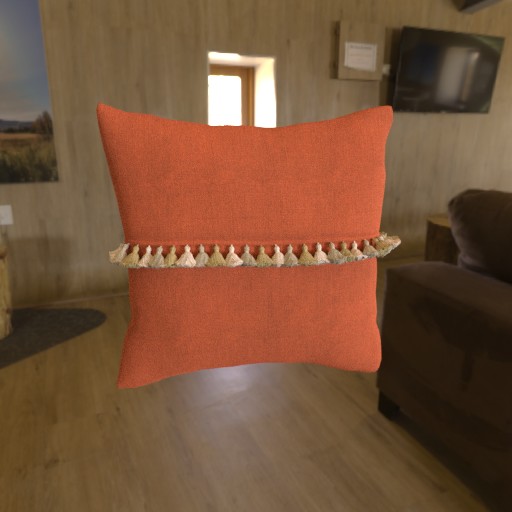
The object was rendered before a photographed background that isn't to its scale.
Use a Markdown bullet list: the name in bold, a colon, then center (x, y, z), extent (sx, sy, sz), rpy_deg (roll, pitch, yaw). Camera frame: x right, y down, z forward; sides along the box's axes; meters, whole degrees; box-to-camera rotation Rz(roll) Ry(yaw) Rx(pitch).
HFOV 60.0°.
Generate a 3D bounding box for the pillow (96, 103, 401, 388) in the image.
- **pillow**: center (0.000, 0.000, 0.739), extent (0.490, 0.482, 0.165), rpy_deg (-2, 15, -7)
